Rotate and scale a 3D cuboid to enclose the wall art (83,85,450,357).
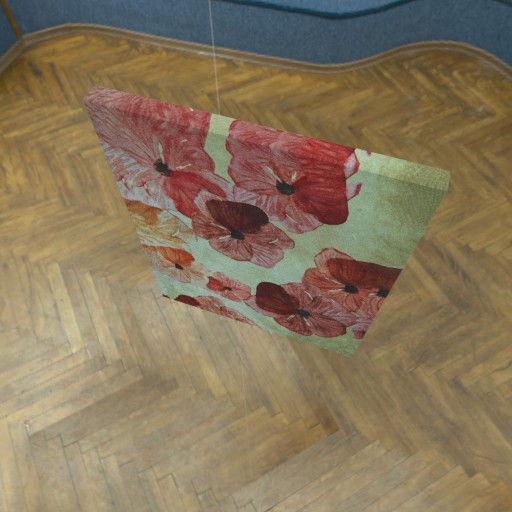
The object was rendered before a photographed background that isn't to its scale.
[{"bbox_3d":[0.000,0.000,0.692,0.406,0.508,0.028,17,60,10],"label":"wall art"}]
